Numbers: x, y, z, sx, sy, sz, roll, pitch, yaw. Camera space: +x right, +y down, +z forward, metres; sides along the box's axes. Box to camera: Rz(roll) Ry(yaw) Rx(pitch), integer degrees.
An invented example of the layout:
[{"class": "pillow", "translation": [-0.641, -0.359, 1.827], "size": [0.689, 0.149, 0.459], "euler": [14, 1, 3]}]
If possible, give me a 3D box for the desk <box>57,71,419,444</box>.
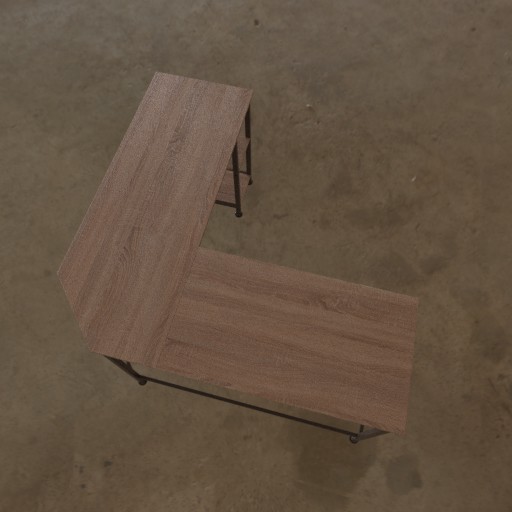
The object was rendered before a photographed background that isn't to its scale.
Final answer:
[{"class": "desk", "translation": [0.000, 0.000, 2.173], "size": [1.379, 0.739, 1.379], "euler": [13, 65, 6]}]
